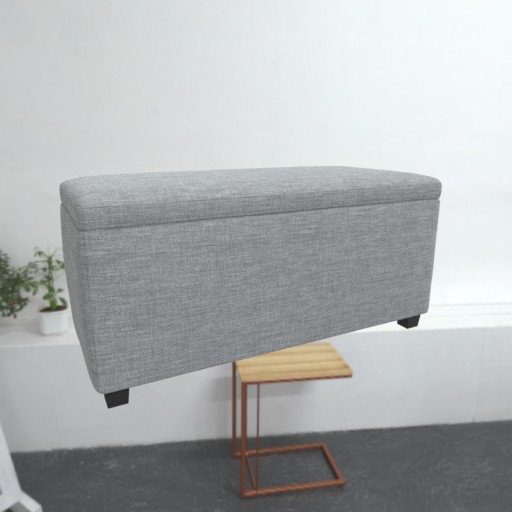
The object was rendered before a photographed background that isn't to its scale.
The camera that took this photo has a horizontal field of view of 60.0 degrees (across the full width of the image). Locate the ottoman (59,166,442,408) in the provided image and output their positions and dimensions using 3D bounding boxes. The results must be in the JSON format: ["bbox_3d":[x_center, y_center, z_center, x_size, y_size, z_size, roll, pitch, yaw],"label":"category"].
[{"bbox_3d":[0.000,0.000,1.155,0.902,0.432,0.419,-8,17,-26],"label":"ottoman"}]
